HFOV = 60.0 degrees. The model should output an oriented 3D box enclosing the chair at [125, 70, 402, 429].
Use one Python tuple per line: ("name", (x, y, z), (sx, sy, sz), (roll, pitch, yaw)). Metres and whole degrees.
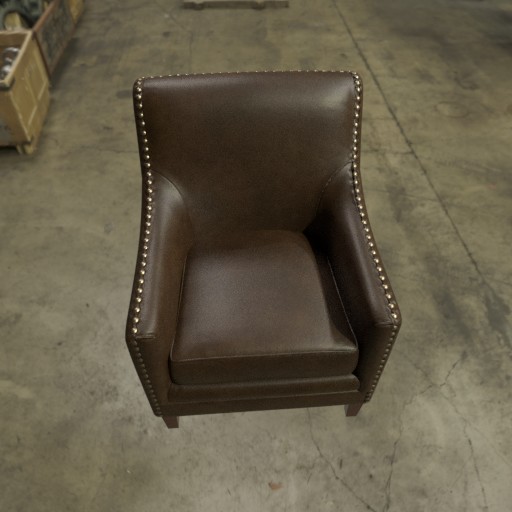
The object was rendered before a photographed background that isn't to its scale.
("chair", (0.000, 0.000, 1.292), (0.639, 0.813, 0.704), (-3, 47, -3))
